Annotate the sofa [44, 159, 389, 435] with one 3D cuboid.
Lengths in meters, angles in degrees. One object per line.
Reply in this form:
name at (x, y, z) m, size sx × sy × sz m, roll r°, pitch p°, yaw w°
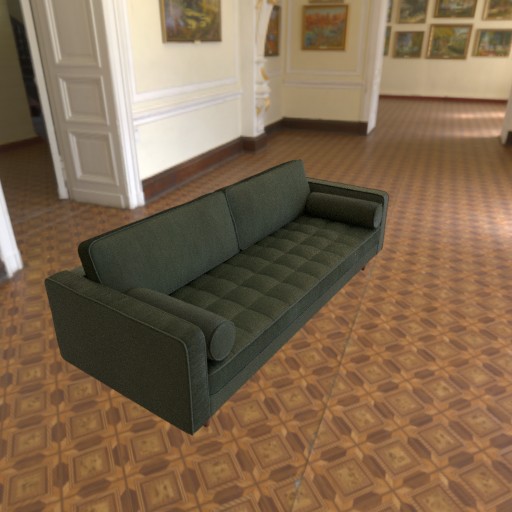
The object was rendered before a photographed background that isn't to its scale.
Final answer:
sofa at (0.000, 0.000, 2.716) m, size 0.918 × 0.769 × 2.199 m, roll 17°, pitch 30°, yaw 31°
